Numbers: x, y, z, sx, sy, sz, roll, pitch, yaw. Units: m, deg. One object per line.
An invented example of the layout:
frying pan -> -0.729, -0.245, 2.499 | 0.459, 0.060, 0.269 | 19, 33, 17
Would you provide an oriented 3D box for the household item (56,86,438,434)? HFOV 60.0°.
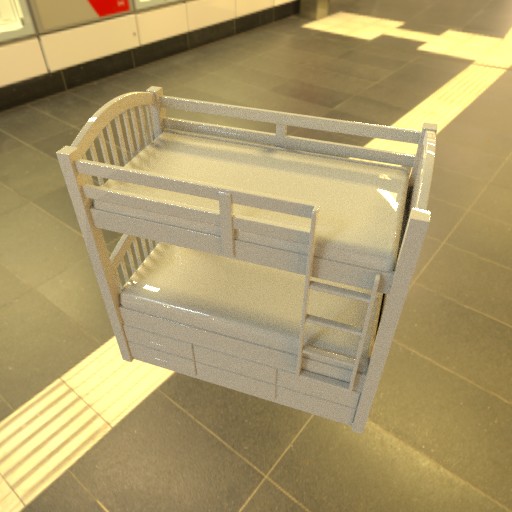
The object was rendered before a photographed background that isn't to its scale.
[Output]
household item -> 0.000, 0.000, 3.237 | 2.032, 2.032, 1.143 | 13, 42, 14
